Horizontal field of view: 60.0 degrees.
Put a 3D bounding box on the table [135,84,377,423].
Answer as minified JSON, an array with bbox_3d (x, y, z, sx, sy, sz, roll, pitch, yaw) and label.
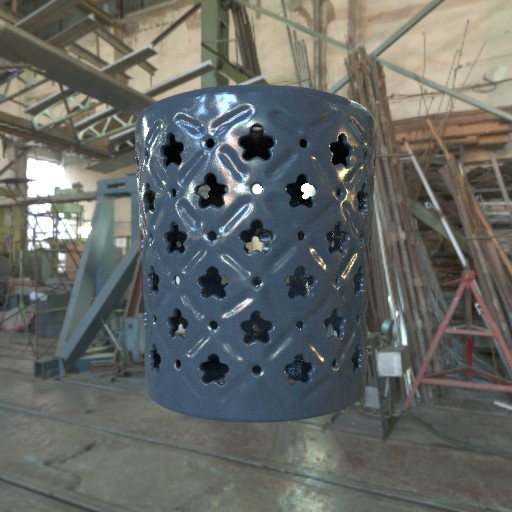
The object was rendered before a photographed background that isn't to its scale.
[{"bbox_3d":[0.000,0.000,0.661,0.352,0.387,0.352,0,-1,0],"label":"table"}]
